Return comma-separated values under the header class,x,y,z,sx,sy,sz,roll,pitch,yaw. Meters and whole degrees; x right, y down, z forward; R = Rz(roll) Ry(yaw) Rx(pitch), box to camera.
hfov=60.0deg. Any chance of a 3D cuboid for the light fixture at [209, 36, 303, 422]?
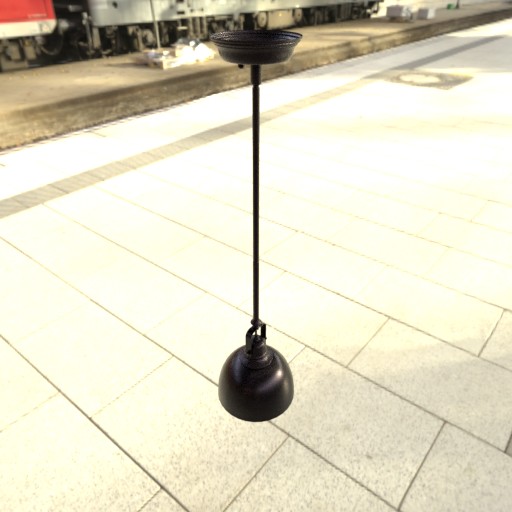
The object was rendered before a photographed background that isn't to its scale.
class,x,y,z,sx,sy,sz,roll,pitch,yaw
light fixture,0.000,0.000,0.855,0.182,0.768,0.182,22,39,31
